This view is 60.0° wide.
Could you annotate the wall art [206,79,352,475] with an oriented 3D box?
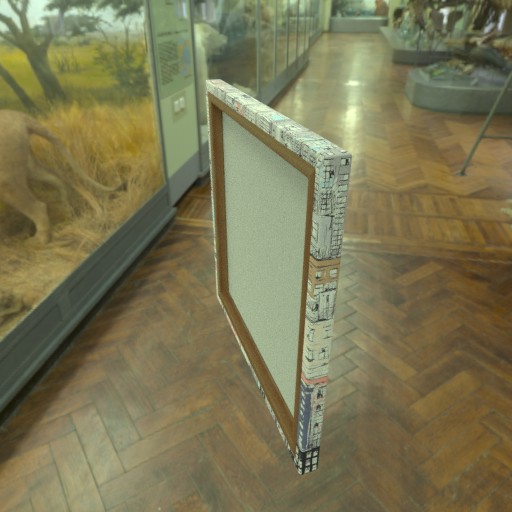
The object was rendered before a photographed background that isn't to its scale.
[{"bbox_3d":[0.000,0.000,1.159,0.048,0.762,0.761,-10,31,-16],"label":"wall art"}]
